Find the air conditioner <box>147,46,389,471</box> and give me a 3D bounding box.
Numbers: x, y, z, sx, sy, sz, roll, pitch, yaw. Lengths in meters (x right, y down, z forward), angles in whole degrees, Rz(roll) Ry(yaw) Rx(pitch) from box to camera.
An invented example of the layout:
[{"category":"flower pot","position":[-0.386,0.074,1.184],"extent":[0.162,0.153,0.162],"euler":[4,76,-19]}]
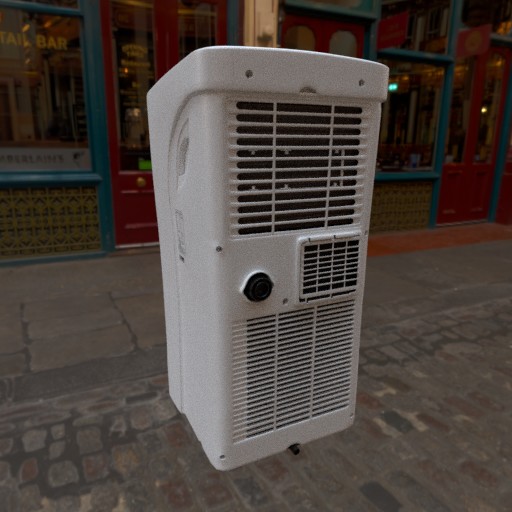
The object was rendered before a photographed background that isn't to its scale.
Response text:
[{"category":"air conditioner","position":[0.000,0.000,0.903],"extent":[0.352,0.716,0.369],"euler":[-7,16,-26]}]
